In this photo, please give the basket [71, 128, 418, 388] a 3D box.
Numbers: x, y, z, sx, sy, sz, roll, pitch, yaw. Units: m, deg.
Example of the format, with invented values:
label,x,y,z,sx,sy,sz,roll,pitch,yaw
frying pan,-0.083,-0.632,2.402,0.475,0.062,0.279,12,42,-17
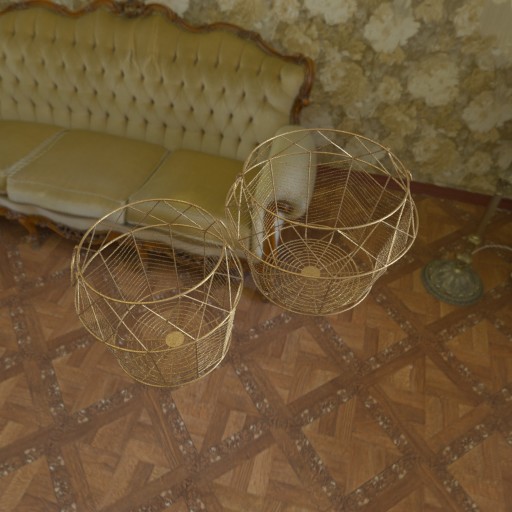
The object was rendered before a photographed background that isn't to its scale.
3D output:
label,x,y,z,sx,sy,sz,roll,pitch,yaw
basket,0.000,0.000,1.038,0.805,0.343,0.451,-24,51,-21
